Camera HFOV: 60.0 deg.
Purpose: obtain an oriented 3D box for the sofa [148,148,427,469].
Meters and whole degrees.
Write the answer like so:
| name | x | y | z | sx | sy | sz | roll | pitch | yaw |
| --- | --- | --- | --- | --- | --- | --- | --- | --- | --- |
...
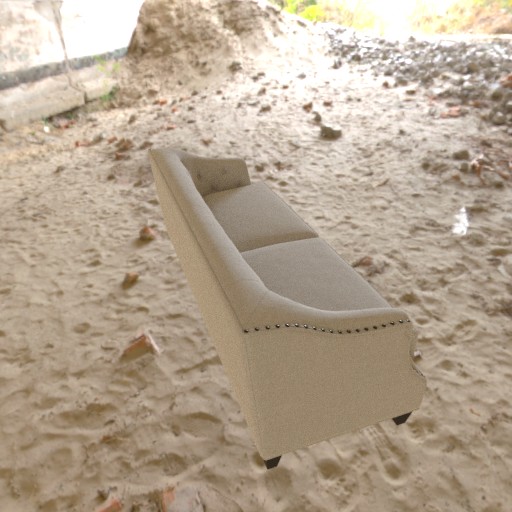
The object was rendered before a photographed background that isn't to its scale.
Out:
| name | x | y | z | sx | sy | sz | roll | pitch | yaw |
| --- | --- | --- | --- | --- | --- | --- | --- | --- | --- |
| sofa | 0.000 | 0.000 | 2.745 | 0.914 | 0.901 | 2.235 | -11 | 32 | -17 |
